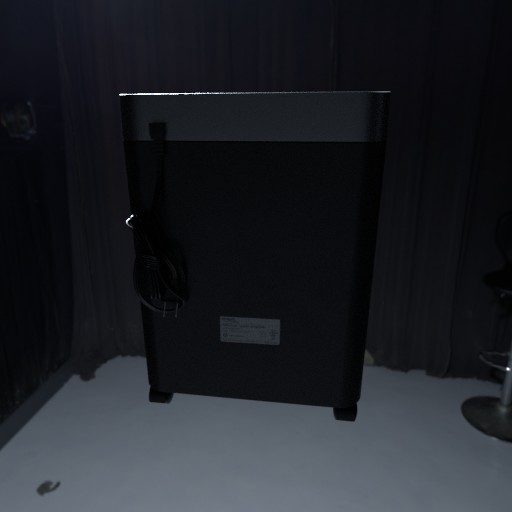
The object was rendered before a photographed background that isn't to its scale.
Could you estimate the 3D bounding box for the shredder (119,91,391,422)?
[{"bbox_3d":[0.000,0.000,0.605,0.311,0.419,0.237,3,17,8],"label":"shredder"}]
